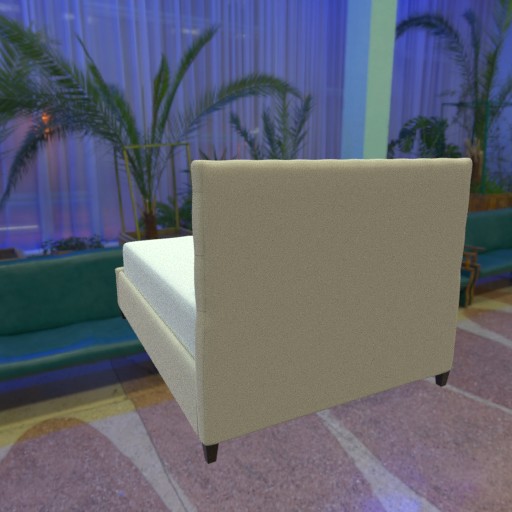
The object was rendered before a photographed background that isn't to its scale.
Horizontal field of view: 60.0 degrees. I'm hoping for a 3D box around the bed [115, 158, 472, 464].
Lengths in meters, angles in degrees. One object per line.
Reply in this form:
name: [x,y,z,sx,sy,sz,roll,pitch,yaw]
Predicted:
bed: [0.000,0.000,3.270,1.696,1.426,2.233,-7,15,-26]
